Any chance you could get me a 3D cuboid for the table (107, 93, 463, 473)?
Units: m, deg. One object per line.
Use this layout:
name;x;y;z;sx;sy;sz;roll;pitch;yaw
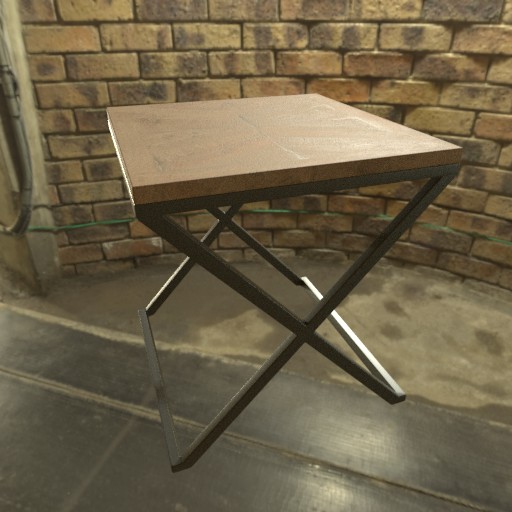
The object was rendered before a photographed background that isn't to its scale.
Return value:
table;0.000;0.000;0.939;0.498;0.550;0.499;-10;31;-17
